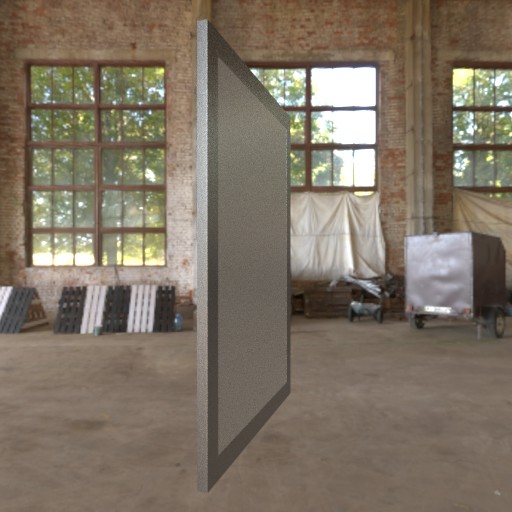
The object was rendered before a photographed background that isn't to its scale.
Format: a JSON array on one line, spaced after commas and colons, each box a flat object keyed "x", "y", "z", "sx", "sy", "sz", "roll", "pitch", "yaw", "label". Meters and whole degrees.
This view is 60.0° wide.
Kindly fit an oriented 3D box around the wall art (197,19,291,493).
[{"x": 0.000, "y": 0.000, "z": 0.674, "sx": 0.013, "sy": 0.529, "sz": 0.376, "roll": 0, "pitch": 0, "yaw": 19, "label": "wall art"}]
